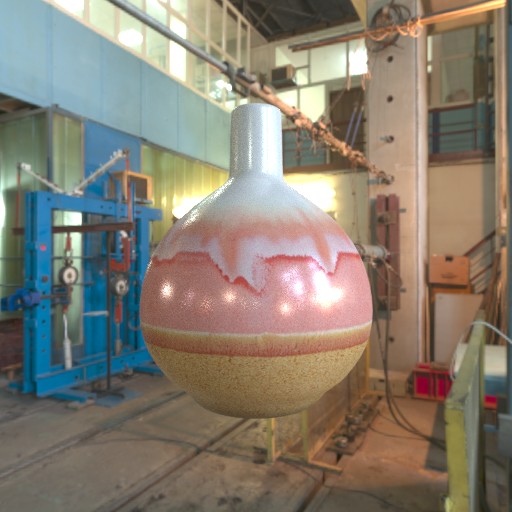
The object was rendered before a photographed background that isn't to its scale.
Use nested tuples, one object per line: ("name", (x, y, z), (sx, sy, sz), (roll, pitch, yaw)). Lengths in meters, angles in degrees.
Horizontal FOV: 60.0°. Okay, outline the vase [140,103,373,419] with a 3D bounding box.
("vase", (0.000, 0.000, 0.269), (0.137, 0.176, 0.137), (0, 0, 0))
